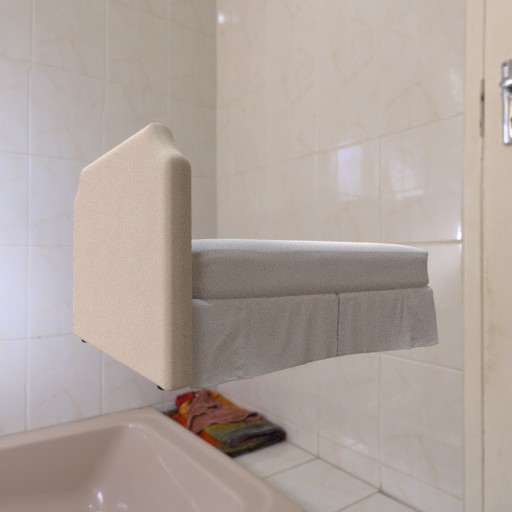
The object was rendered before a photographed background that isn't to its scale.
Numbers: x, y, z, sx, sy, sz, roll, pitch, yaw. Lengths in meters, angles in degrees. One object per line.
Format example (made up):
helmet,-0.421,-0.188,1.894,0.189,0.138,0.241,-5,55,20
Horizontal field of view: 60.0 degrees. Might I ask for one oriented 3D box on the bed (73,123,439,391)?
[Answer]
bed,0.000,0.000,3.319,2.209,1.296,1.827,0,0,-35
